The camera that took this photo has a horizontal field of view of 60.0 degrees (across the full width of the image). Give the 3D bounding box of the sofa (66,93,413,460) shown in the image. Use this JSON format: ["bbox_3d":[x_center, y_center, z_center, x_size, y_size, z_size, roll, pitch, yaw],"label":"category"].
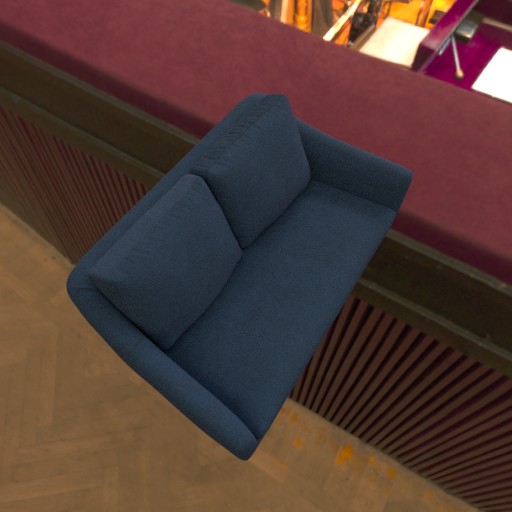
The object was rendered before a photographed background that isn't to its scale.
[{"bbox_3d":[0.000,0.000,2.208,0.960,0.902,1.619,29,62,17],"label":"sofa"}]
